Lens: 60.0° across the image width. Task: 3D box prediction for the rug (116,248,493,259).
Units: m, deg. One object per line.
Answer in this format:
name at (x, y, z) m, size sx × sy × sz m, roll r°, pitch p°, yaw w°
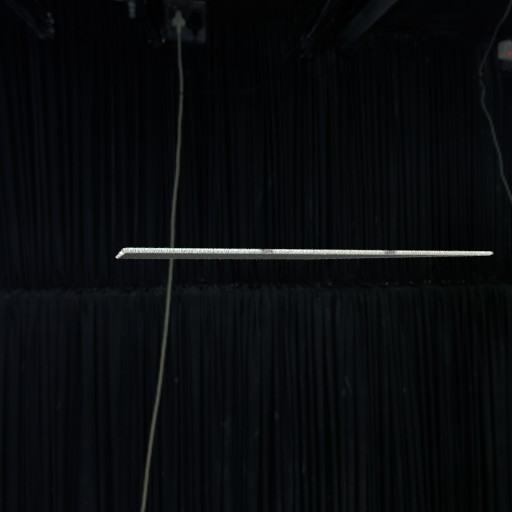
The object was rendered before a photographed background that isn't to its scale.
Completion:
rug at (0.000, 0.000, 4.024) m, size 2.399 × 0.026 × 3.000 m, roll 0°, pitch -1°, yaw -18°
